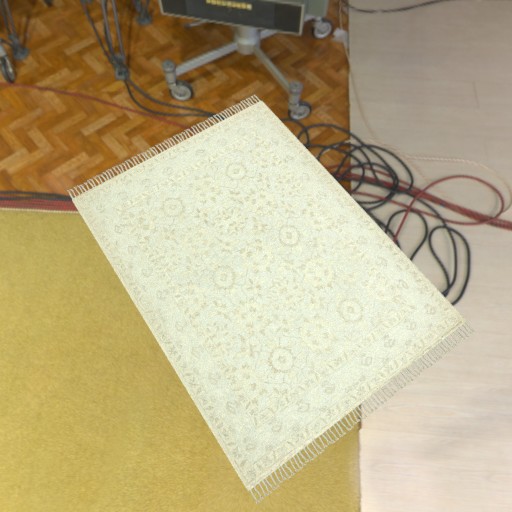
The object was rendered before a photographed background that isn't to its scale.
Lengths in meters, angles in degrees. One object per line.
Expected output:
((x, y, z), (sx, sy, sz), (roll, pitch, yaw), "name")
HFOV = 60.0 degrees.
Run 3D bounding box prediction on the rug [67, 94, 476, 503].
((0.000, 0.000, 2.195), (1.223, 0.015, 1.771), (-32, 68, -14), "rug")
